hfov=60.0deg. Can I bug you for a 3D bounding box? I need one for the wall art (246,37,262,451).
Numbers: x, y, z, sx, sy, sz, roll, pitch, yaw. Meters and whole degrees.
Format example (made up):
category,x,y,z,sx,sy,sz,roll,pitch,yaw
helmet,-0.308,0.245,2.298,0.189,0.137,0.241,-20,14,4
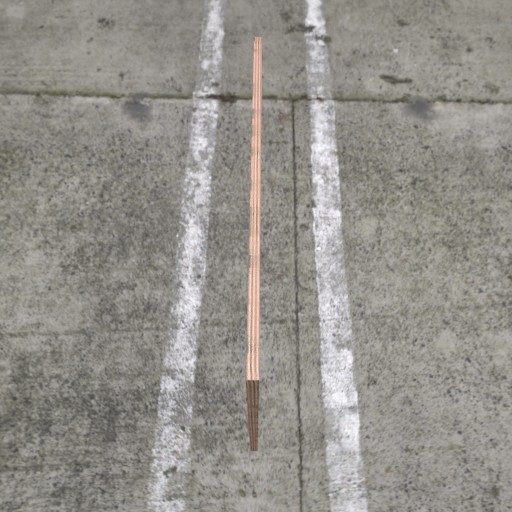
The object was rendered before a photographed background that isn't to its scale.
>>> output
category,x,y,z,sx,sy,sz,roll,pitch,yaw
wall art,0.000,0.000,0.694,0.012,0.408,0.508,1,58,0
